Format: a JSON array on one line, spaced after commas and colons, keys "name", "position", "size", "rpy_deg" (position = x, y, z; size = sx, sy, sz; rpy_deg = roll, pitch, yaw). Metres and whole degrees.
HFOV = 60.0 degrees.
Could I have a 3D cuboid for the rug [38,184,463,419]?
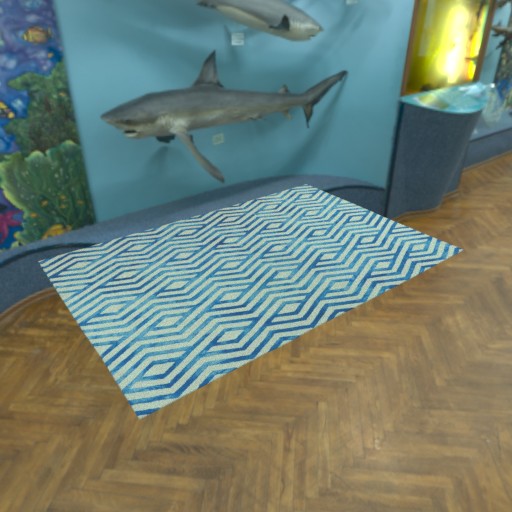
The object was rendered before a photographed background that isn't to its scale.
[{"name": "rug", "position": [0.000, 0.000, 2.289], "size": [1.830, 0.008, 1.225], "rpy_deg": [-20, 35, -31]}]
